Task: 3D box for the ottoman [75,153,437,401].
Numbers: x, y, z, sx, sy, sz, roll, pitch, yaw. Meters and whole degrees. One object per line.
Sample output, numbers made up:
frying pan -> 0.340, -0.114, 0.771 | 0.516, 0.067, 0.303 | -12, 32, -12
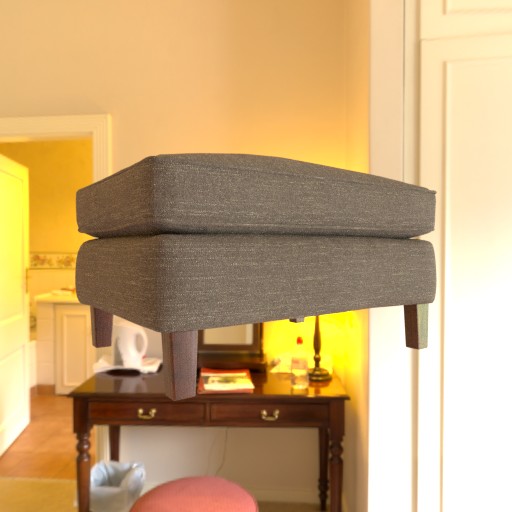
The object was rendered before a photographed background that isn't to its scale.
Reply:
ottoman -> 0.000, 0.000, 0.986 | 0.686, 0.406, 0.508 | -1, 1, -34
